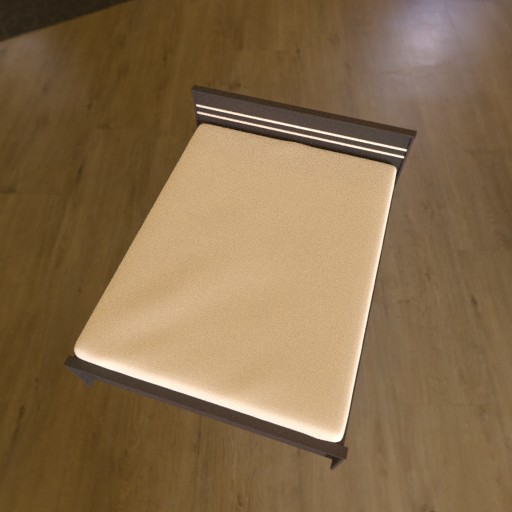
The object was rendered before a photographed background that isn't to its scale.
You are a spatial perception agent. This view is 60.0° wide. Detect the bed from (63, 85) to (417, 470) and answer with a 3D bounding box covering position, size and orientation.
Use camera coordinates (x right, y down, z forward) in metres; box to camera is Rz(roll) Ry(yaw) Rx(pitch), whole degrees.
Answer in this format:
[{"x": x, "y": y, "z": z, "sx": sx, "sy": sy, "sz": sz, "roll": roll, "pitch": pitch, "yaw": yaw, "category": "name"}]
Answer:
[{"x": 0.000, "y": 0.000, "z": 2.955, "sx": 1.634, "sy": 0.808, "sz": 2.103, "roll": 15, "pitch": 59, "yaw": 9, "category": "bed"}]
